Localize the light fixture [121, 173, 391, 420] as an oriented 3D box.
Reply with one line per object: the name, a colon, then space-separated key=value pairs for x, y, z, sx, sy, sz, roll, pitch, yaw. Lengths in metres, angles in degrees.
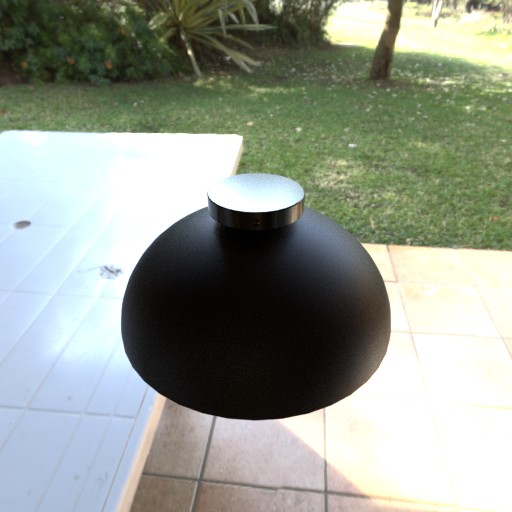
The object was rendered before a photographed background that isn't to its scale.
light fixture: x=0.000 y=0.000 z=0.558 sx=0.355 sy=0.177 sz=0.355 roll=0 pitch=32 yaw=0
